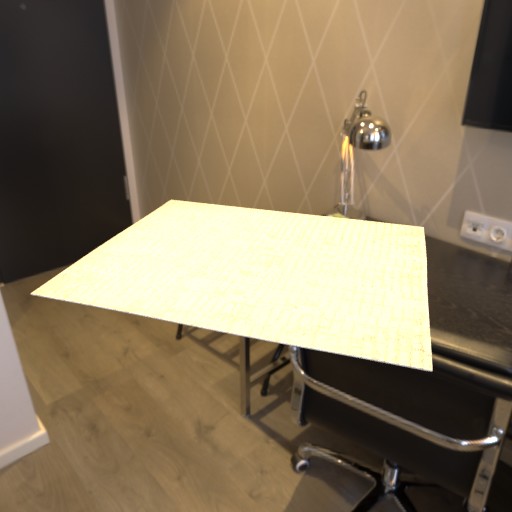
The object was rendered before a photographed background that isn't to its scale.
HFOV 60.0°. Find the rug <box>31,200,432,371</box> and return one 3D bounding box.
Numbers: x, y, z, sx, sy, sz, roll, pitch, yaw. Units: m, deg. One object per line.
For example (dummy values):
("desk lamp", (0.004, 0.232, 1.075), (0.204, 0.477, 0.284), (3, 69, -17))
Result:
("rug", (0.000, 0.000, 4.182), (3.061, 0.014, 2.447), (8, 27, 16))
